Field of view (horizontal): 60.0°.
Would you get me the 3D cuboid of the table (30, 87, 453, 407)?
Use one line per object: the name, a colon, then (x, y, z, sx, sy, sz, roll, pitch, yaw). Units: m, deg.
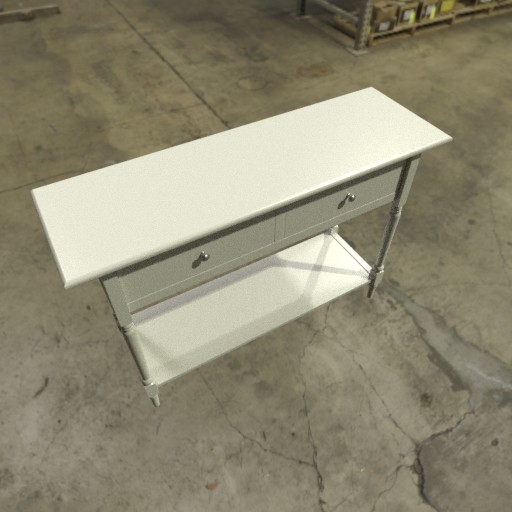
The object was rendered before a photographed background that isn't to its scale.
table: (0.000, 0.000, 1.584, 1.197, 0.808, 0.384, -23, 51, -20)
